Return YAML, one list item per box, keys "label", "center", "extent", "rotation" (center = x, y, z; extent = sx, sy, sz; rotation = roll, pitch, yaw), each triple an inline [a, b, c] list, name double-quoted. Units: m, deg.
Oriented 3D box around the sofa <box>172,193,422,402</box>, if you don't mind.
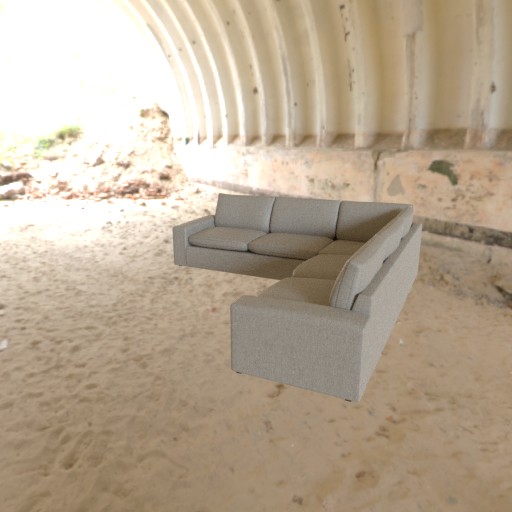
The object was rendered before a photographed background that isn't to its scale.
- label: "sofa"
  center: [0.000, 0.000, 4.130]
  extent: [2.622, 0.800, 2.742]
  rotation: [7, 16, 25]
